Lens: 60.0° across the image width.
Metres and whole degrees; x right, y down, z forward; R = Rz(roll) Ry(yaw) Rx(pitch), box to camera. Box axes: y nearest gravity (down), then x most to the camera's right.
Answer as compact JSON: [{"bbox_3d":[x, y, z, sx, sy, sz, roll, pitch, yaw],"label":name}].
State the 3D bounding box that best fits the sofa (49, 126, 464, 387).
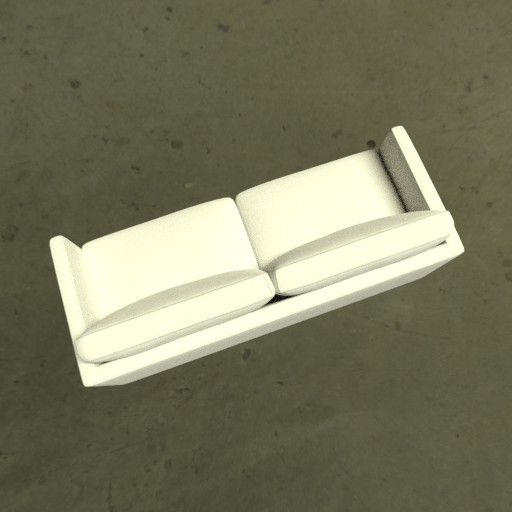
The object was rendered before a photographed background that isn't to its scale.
[{"bbox_3d":[0.000,0.000,2.915,2.361,0.962,0.951,-19,76,-5],"label":"sofa"}]
